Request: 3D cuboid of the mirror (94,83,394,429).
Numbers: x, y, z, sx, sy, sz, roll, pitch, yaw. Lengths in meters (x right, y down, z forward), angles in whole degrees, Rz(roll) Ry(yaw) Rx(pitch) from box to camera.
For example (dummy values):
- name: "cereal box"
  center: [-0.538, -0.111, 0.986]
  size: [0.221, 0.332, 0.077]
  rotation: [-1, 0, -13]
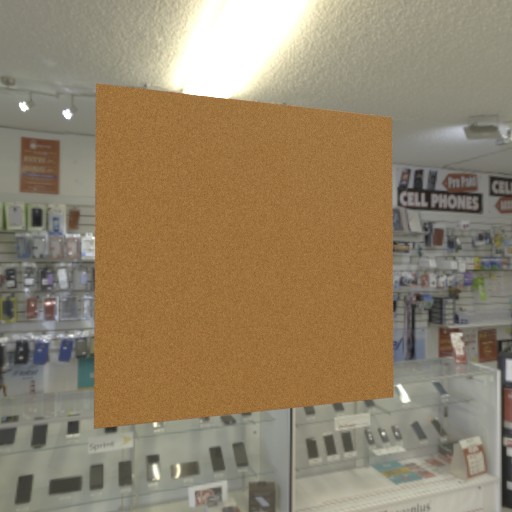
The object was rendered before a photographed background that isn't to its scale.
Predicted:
- name: "mirror"
  center: [0.000, 0.000, 1.180]
  size: [0.804, 0.804, 0.061]
  rotation: [0, -1, -17]
